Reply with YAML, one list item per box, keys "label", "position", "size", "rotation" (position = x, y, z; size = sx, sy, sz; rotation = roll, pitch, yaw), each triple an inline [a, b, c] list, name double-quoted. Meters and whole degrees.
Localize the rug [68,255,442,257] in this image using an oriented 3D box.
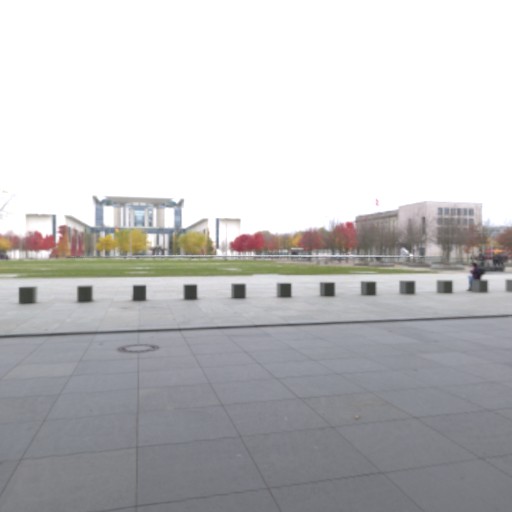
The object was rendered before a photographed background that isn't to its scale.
- label: "rug"
  position: [0.000, 0.000, 3.008]
  size: [1.524, 0.005, 2.439]
  rotation: [0, 0, 0]
